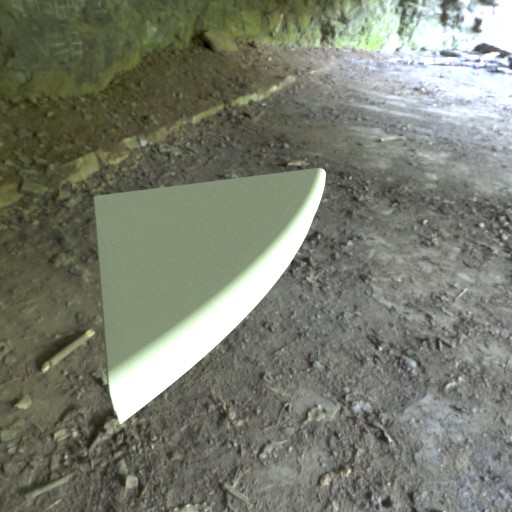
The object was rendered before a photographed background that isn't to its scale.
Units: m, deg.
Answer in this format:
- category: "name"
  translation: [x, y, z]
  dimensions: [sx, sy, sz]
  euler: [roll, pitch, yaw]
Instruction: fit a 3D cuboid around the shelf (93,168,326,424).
- category: "shelf"
  translation: [0.000, 0.000, 0.467]
  dimensions: [0.310, 0.050, 0.310]
  euler: [-10, 34, -16]
